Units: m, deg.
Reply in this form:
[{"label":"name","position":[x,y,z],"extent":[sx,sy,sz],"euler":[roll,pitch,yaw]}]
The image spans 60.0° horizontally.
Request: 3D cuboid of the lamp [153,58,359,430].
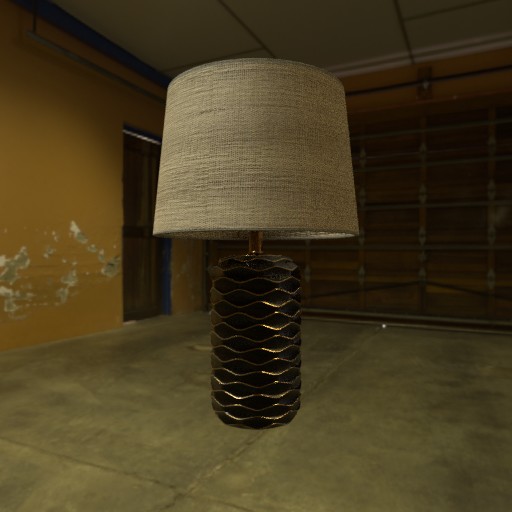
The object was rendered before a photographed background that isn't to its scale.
[{"label":"lamp","position":[0.000,0.000,0.828],"extent":[0.376,0.594,0.376],"euler":[0,0,0]}]
